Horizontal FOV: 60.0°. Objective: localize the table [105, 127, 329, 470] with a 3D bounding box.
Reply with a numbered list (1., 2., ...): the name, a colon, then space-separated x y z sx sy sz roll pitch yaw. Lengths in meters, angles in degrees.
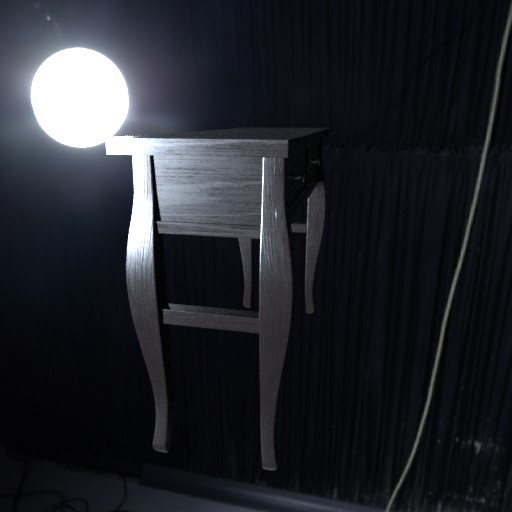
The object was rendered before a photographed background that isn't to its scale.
1. table: 0.000 0.000 1.417 0.373 0.768 1.062 4 18 12
